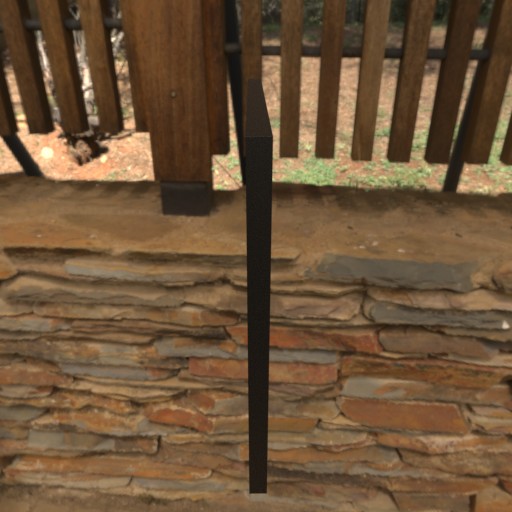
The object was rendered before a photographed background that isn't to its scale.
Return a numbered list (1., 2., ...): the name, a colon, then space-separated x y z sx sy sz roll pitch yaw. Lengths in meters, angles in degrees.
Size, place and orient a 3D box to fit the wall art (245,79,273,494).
1. wall art: 0.000 0.000 1.121 0.038 0.762 0.762 0 27 -1
